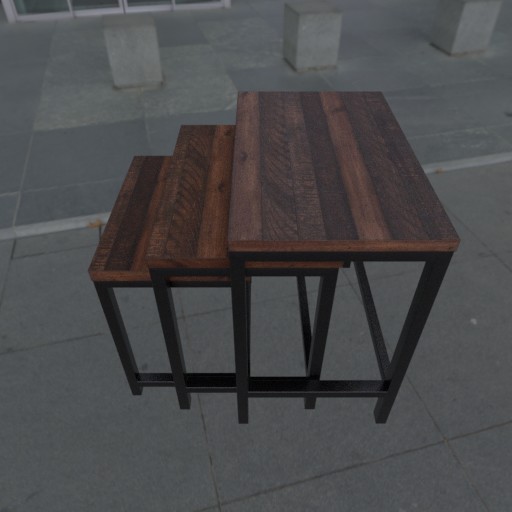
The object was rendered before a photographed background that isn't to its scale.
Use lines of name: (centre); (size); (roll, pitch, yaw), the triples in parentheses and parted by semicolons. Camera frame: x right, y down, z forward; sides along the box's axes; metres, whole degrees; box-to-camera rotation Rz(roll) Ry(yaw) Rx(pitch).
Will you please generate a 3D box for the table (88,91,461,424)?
table: (0.000, 0.000, 1.144); (0.660, 0.616, 0.608); (0, 42, 0)
